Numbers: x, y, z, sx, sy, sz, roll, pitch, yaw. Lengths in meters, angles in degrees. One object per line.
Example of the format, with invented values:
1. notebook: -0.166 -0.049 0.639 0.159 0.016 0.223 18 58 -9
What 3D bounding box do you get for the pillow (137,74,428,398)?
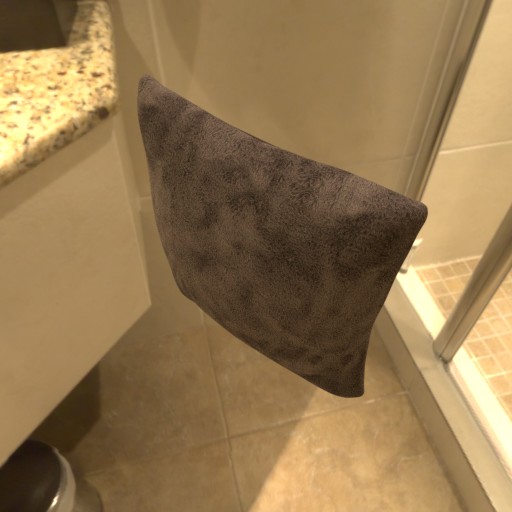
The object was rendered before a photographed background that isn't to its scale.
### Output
1. pillow: 0.000 0.000 0.803 0.522 0.520 0.204 31 55 25
